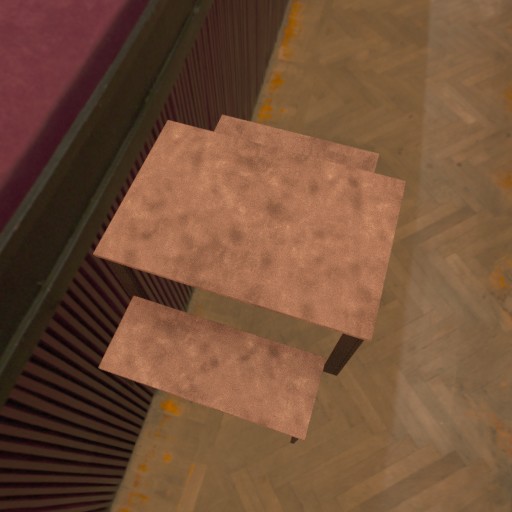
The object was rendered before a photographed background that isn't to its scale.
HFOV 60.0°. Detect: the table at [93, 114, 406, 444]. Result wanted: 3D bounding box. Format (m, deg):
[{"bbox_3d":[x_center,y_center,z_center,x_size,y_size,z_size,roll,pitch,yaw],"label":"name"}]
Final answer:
[{"bbox_3d":[0.000,0.000,2.113,1.100,0.700,1.443,16,64,8],"label":"table"}]
